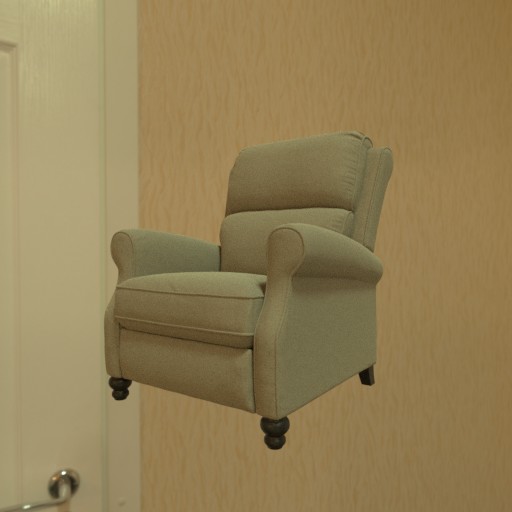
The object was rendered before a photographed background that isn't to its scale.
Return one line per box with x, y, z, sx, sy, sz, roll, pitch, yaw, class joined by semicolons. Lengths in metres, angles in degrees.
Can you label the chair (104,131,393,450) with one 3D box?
0.000;0.000;1.742;0.859;1.046;0.919;1;2;35;chair
